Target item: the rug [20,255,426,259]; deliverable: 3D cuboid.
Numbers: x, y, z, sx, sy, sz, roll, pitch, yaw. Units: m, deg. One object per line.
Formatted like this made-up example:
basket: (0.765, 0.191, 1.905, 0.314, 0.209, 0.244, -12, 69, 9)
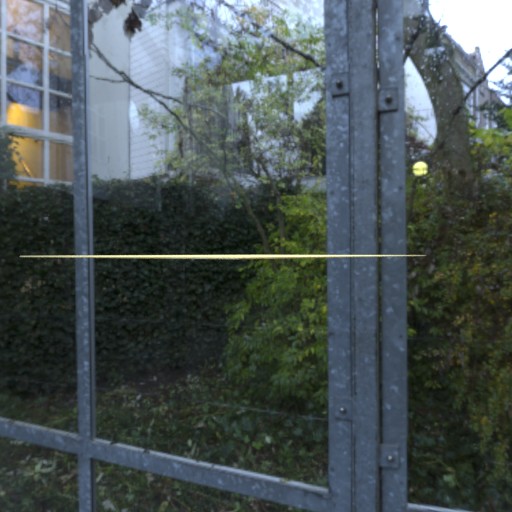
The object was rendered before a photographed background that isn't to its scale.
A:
rug: (0.000, 0.000, 2.892, 1.524, 0.006, 2.286, 0, 0, 36)
